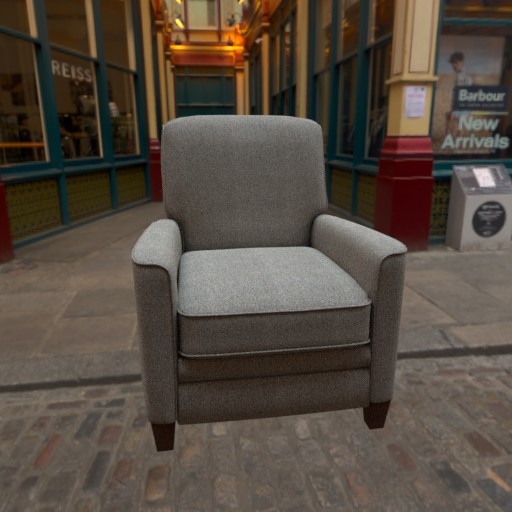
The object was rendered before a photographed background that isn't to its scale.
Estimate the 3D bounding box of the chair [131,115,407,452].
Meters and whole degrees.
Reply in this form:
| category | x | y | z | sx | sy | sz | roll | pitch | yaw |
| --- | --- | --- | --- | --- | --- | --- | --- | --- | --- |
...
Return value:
| category | x | y | z | sx | sy | sz | roll | pitch | yaw |
| --- | --- | --- | --- | --- | --- | --- | --- | --- | --- |
| chair | 0.000 | 0.000 | 1.656 | 0.841 | 1.028 | 0.858 | -2 | 16 | -9 |
